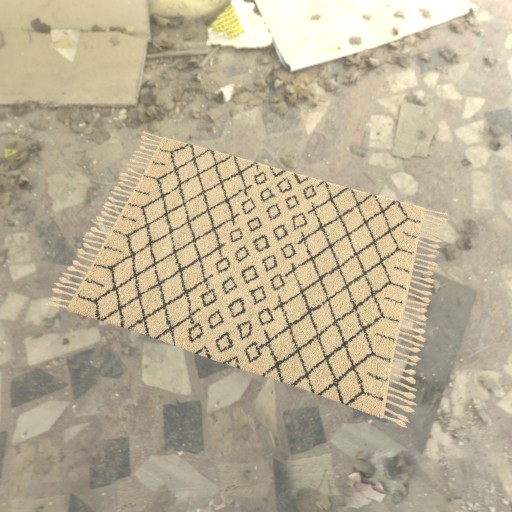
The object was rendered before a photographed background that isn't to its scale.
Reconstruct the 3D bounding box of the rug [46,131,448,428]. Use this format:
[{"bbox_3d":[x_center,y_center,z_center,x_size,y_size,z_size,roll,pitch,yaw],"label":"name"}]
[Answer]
[{"bbox_3d":[0.000,0.000,3.266,2.615,0.029,1.664,17,65,8],"label":"rug"}]
